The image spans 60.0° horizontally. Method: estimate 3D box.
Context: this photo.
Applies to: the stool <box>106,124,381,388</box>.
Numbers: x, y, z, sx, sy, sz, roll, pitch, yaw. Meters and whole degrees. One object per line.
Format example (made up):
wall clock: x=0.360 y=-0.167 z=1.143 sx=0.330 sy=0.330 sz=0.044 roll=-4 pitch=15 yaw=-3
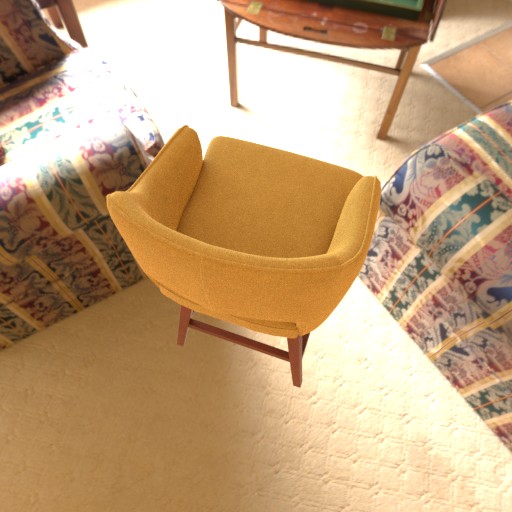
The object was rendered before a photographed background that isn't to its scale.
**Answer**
stool: x=0.000 y=0.000 z=1.241 sx=0.548 sy=0.924 sz=0.558 roll=17 pitch=63 yaw=9
